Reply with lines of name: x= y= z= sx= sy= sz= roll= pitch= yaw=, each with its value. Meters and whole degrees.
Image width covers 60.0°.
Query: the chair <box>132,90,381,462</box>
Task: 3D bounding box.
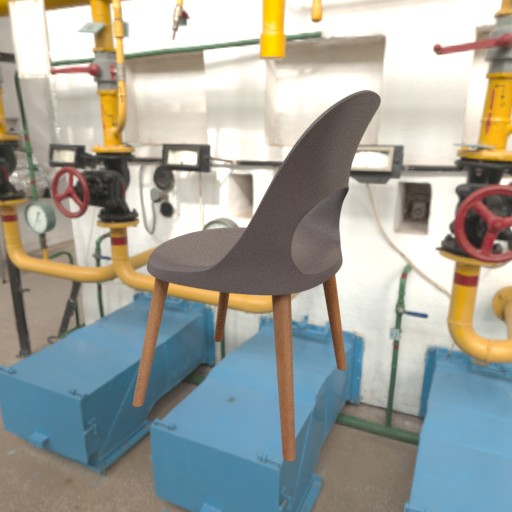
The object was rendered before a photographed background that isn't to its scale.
chair: x=0.000 y=0.000 z=1.161 sx=0.556 sy=0.794 sz=0.470 roll=8 pitch=18 yaw=25
